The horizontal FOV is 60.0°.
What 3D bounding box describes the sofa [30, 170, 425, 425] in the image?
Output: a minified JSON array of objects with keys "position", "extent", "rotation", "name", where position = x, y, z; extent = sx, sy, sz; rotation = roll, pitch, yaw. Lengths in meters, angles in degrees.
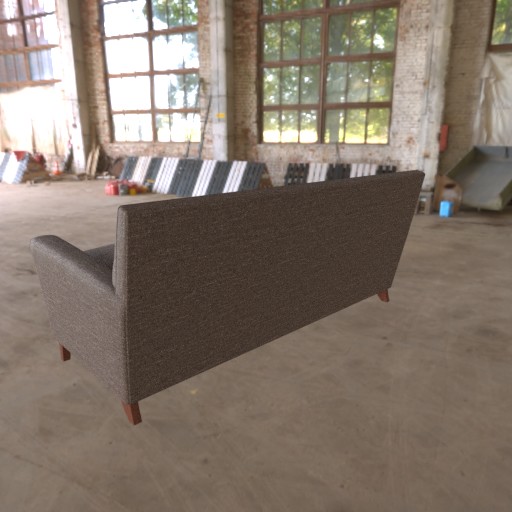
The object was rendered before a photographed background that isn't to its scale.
[{"position":[0.000,0.000,2.364],"extent":[1.976,0.846,0.875],"rotation":[-15,21,-42],"name":"sofa"}]
